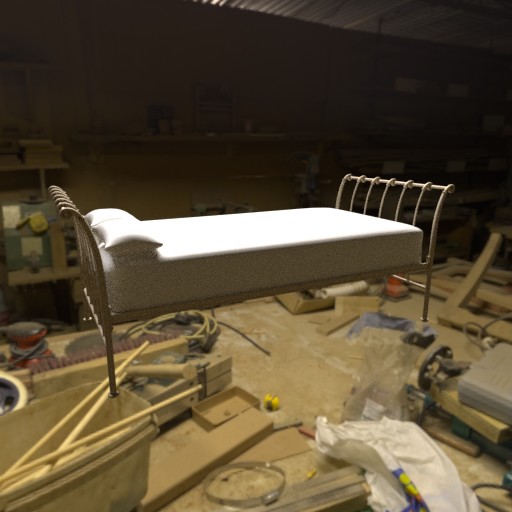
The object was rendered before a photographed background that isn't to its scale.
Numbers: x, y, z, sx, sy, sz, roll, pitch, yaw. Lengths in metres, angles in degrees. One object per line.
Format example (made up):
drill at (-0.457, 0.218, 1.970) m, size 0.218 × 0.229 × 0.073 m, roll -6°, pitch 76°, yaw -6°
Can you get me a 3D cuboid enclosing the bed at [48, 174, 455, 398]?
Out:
bed at (0.000, 0.000, 2.757) m, size 2.228 × 0.873 × 1.032 m, roll -7°, pitch 16°, yaw -26°
